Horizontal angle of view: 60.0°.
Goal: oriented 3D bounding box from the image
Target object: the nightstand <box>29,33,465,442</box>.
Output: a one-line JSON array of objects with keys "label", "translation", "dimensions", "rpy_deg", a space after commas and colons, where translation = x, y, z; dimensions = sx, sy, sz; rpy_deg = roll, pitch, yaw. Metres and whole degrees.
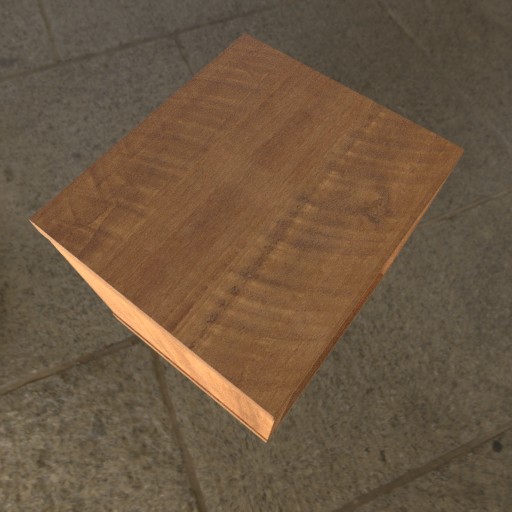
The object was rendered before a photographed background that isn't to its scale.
[{"label": "nightstand", "translation": [0.000, 0.000, 0.871], "dimensions": [0.436, 0.491, 0.493], "rpy_deg": [35, 69, 16]}]
